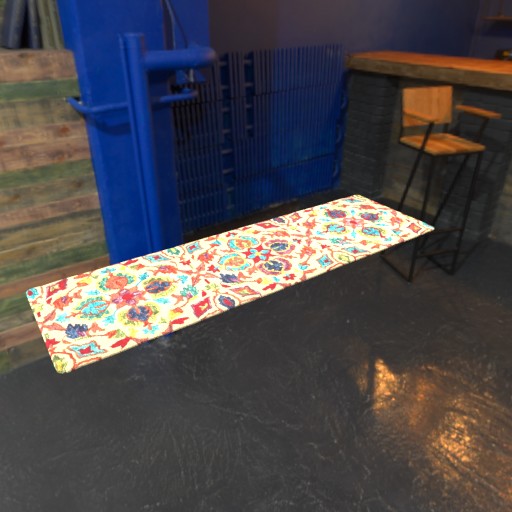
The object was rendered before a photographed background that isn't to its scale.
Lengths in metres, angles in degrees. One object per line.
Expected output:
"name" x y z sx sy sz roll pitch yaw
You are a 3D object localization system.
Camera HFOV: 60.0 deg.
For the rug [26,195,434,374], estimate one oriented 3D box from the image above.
"rug" 0.000 0.000 2.482 2.273 0.016 0.693 -18 34 -29
